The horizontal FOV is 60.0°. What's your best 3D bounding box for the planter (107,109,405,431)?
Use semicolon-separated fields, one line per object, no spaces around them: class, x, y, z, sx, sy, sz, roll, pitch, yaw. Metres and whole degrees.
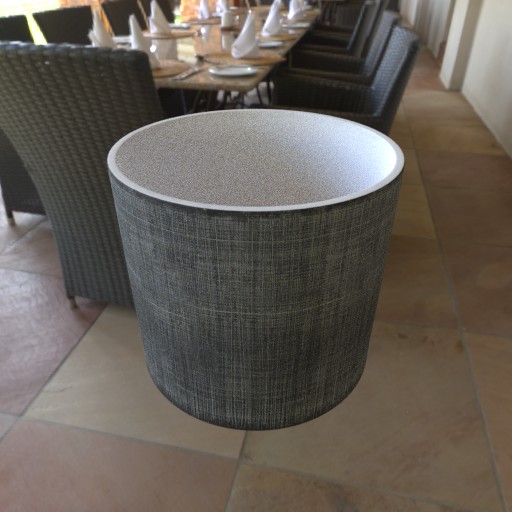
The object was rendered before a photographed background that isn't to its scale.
planter;0.000;0.000;0.395;0.221;0.201;0.221;0;33;0
